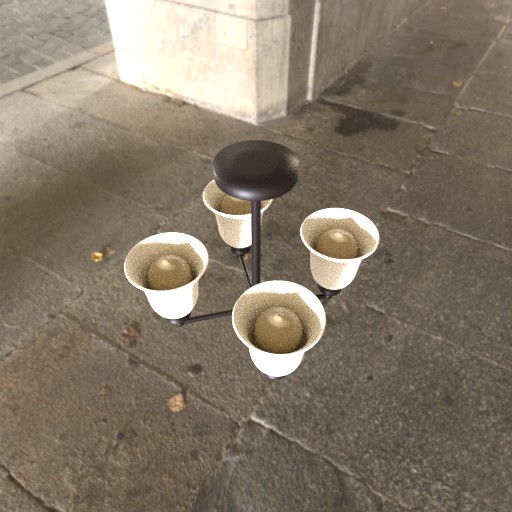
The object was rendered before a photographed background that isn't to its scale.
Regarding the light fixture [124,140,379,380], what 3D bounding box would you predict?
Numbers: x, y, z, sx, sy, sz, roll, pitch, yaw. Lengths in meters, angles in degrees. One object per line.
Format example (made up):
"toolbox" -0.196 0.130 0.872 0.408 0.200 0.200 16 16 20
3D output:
"light fixture" 0.000 0.000 1.877 1.069 0.925 1.069 -9 46 -9
